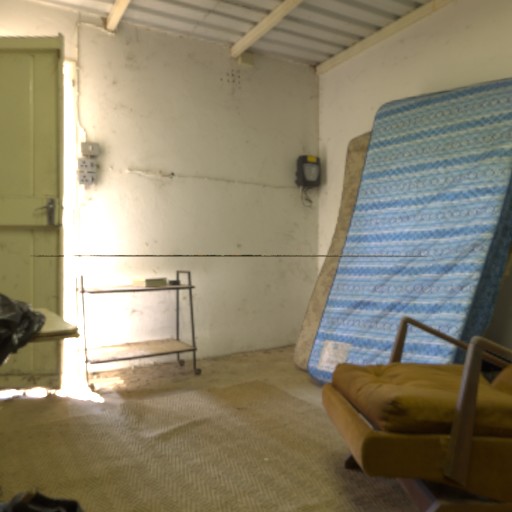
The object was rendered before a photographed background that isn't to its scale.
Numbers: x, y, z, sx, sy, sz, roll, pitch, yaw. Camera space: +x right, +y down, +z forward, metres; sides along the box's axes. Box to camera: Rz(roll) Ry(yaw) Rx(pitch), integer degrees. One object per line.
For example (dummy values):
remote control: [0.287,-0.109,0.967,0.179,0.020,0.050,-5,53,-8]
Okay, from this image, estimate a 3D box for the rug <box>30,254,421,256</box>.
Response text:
rug: [0.000,0.000,3.567,1.971,0.010,2.651,0,0,36]
